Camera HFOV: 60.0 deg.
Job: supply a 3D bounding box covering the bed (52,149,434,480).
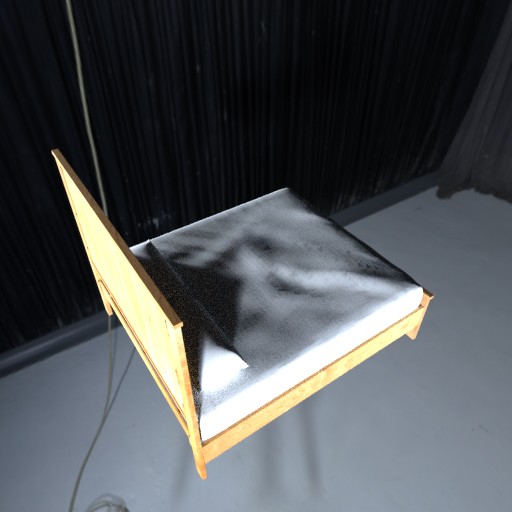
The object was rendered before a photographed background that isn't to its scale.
[{"bbox_3d":[0.000,0.000,3.576,2.201,1.686,1.936,-24,47,-25],"label":"bed"}]
